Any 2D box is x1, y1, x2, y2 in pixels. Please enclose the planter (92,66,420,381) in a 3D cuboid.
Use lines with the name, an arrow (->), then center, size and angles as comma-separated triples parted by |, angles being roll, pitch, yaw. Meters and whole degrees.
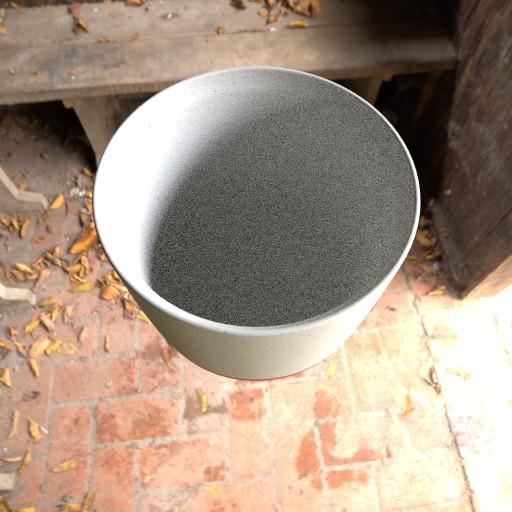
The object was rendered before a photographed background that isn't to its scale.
planter -> 0.000, 0.000, 0.373 | 0.204, 0.214, 0.204 | 0, 63, 0
